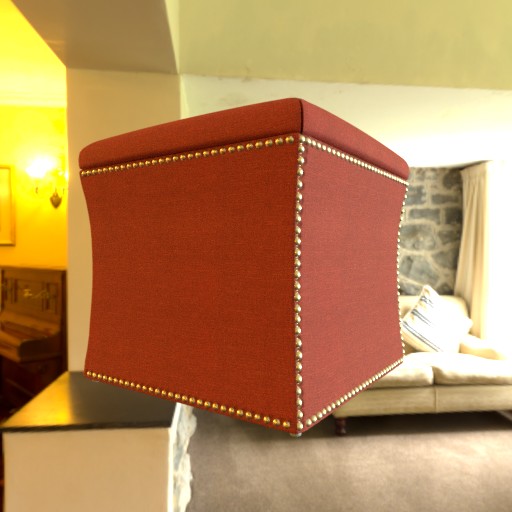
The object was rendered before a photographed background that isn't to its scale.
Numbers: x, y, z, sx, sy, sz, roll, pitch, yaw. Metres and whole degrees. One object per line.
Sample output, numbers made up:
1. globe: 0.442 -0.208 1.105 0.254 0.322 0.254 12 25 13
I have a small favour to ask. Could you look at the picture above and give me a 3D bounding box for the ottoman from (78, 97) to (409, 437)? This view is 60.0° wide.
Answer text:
1. ottoman: 0.000 0.000 0.896 0.497 0.475 0.507 0 1 35
